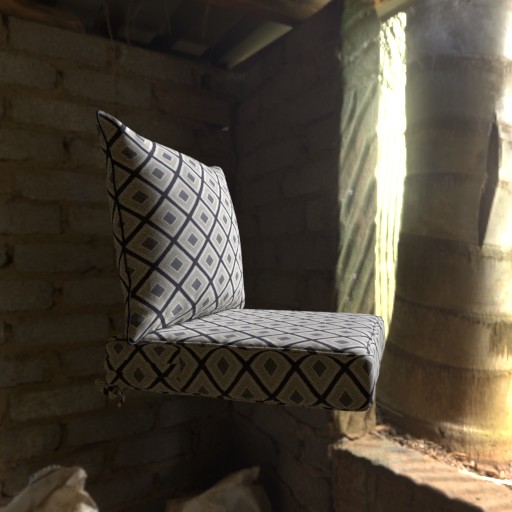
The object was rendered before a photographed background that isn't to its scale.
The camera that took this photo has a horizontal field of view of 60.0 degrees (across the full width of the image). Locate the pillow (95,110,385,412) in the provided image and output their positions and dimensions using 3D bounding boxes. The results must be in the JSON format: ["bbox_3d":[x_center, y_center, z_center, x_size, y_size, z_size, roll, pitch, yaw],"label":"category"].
[{"bbox_3d":[0.000,0.000,1.346,0.733,0.722,0.798,0,0,18],"label":"pillow"}]
